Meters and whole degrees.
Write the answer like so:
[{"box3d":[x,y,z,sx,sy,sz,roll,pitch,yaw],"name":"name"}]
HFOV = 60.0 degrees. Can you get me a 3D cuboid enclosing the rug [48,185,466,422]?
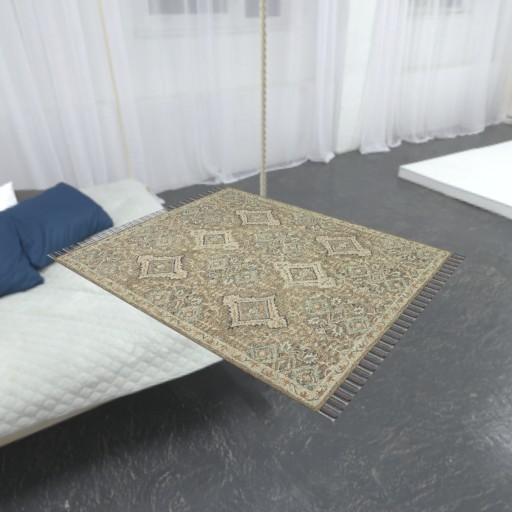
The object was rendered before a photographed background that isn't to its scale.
[{"box3d":[0.000,0.000,4.127,3.056,0.010,2.437,21,35,33],"name":"rug"}]
